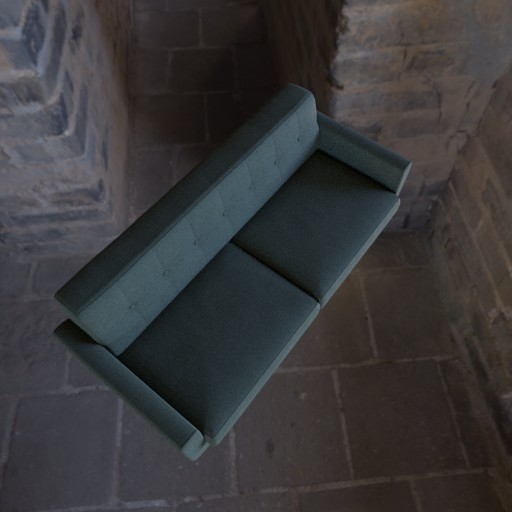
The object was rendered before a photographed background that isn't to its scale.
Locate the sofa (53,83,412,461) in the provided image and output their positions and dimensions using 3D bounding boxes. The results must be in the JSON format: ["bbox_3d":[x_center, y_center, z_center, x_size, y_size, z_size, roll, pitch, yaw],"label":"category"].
[{"bbox_3d":[0.000,0.000,2.500,0.909,0.841,2.029,34,66,18],"label":"sofa"}]
